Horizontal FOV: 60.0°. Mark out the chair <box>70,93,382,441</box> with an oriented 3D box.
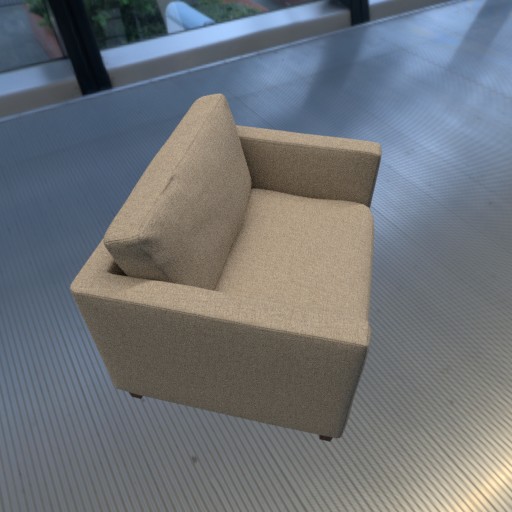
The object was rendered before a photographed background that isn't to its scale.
[{"bbox_3d":[0.000,0.000,1.845,0.959,0.961,1.107,9,46,9],"label":"chair"}]
